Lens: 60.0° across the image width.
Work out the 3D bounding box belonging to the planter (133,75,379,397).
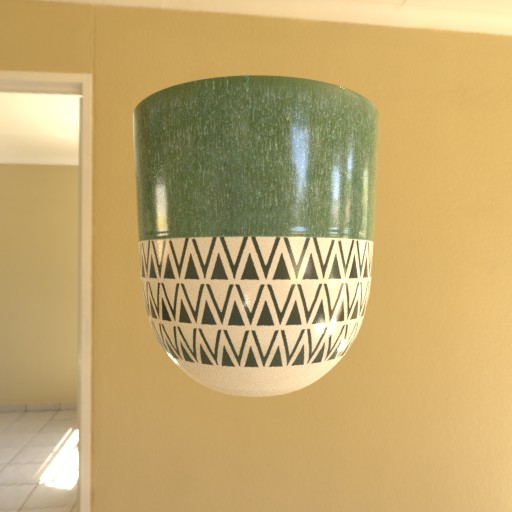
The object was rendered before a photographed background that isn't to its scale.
[{"bbox_3d":[0.000,0.000,0.361,0.195,0.214,0.195,0,-1,0],"label":"planter"}]
